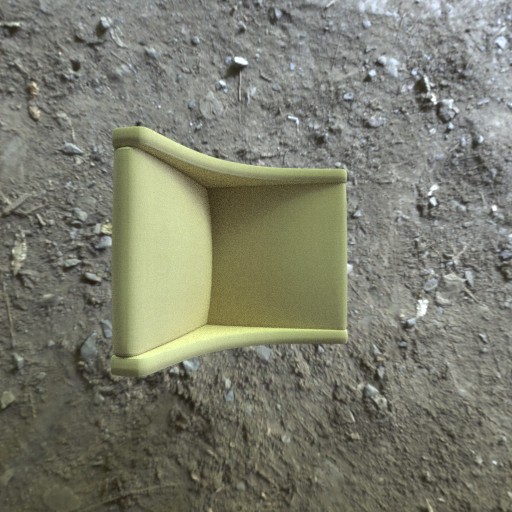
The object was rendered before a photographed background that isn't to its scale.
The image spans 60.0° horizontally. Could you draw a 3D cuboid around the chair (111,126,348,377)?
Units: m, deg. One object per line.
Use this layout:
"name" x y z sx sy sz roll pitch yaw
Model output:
"chair" 0.000 0.000 1.426 0.611 1.021 0.575 0 89 1
